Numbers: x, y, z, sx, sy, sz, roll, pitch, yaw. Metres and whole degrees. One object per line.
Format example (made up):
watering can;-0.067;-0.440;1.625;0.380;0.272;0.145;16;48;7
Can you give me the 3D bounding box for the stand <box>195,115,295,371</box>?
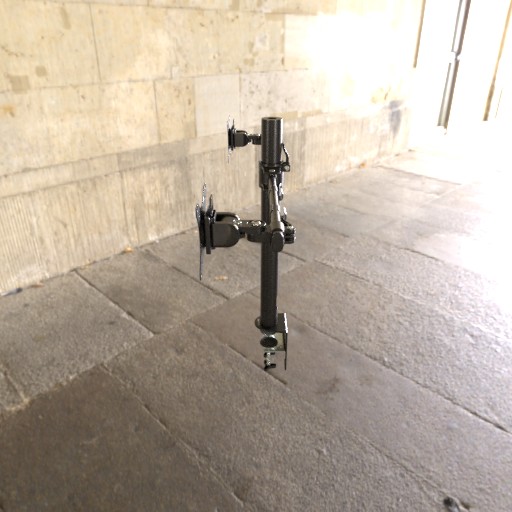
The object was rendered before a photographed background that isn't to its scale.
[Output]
stand;0.000;0.000;1.004;0.150;0.603;0.743;0;26;0
